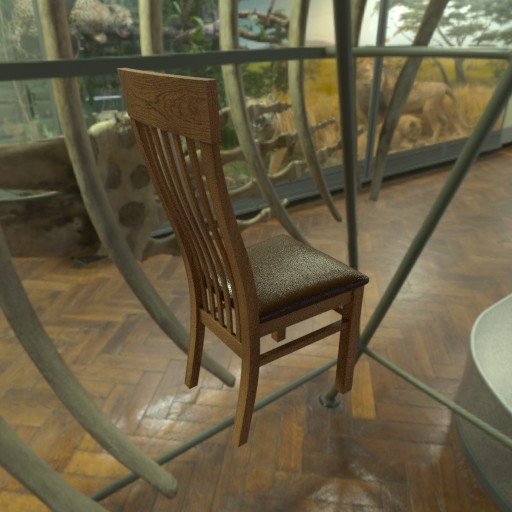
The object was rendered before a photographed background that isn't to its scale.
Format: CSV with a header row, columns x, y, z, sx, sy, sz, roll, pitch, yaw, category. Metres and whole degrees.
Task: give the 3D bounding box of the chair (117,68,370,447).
x,y,z,sx,sy,sz,roll,pitch,yaw,category
0.000,0.000,1.346,0.580,1.050,0.450,-18,31,-32,chair
